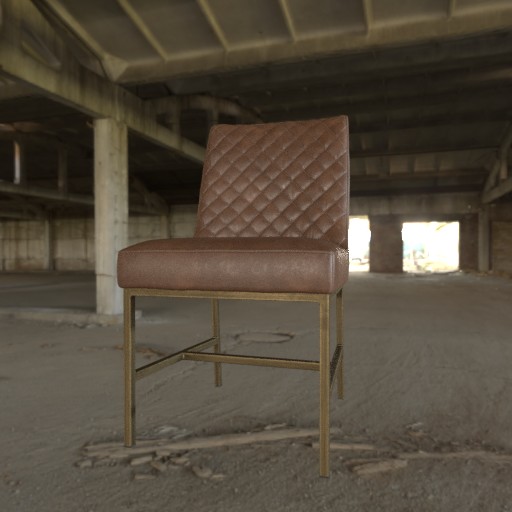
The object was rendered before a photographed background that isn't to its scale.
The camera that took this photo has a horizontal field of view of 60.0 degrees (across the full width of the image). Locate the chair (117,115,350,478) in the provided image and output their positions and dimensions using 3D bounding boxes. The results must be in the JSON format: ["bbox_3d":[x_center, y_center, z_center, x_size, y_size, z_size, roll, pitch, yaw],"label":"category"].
[{"bbox_3d":[0.000,0.000,1.218,0.508,0.889,0.587,0,1,17],"label":"chair"}]
